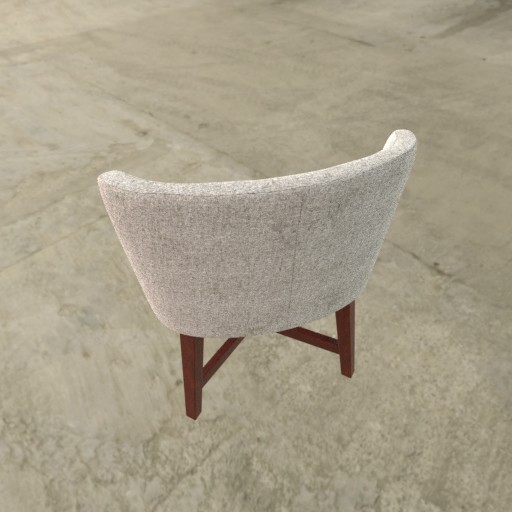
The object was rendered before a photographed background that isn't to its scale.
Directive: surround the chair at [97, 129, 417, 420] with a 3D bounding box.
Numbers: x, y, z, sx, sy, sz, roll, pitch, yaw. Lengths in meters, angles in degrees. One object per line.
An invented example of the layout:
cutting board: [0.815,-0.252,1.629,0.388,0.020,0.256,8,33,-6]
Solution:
chair: [0.000,0.000,1.289,0.728,0.827,0.575,-11,43,-12]
